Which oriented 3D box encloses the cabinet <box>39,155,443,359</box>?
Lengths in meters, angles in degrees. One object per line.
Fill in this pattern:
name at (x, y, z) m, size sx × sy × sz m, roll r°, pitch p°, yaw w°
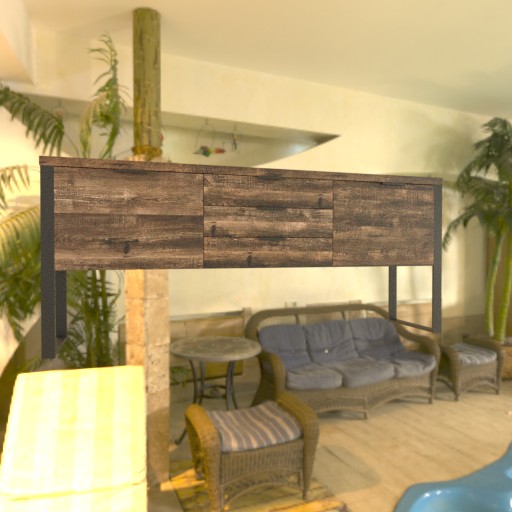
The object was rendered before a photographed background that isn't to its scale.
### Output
cabinet at (0.000, 0.000, 2.093) m, size 1.800 × 0.762 × 0.395 m, roll 0°, pitch 1°, yaw -17°
